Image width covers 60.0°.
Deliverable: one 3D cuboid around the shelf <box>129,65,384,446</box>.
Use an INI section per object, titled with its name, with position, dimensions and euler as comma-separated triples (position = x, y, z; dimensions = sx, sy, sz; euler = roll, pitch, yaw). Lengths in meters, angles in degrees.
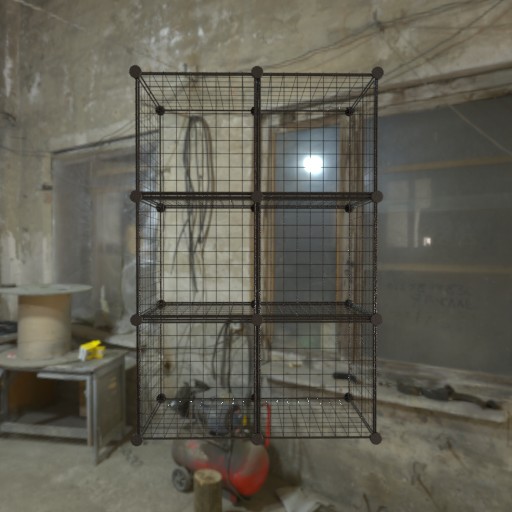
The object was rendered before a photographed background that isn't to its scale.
[shelf]
position = 0.000, 0.000, 1.423
dimensions = 0.711, 1.067, 0.356
euler = 0, 1, -1
